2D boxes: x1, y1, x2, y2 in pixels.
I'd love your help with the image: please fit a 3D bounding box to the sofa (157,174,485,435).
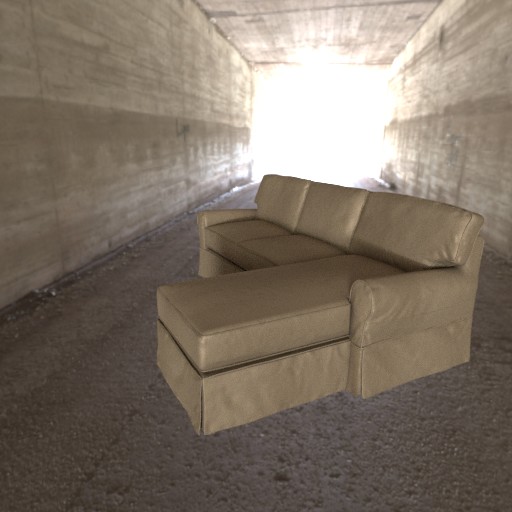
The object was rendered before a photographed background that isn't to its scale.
[{"bbox_3d":[0.000,0.000,3.232,1.733,0.978,2.475,-8,18,-26],"label":"sofa"}]
